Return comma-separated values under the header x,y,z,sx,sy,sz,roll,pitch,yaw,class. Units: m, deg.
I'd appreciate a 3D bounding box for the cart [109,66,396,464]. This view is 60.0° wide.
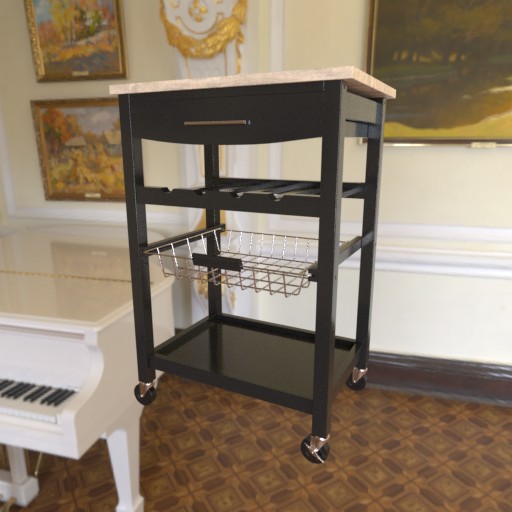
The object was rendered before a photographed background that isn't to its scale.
x,y,z,sx,sy,sz,roll,pitch,yaw,class
0.000,0.000,1.173,0.584,0.839,0.403,7,16,27,cart
